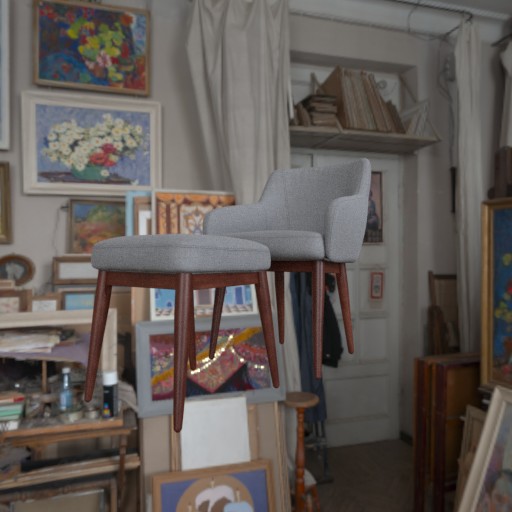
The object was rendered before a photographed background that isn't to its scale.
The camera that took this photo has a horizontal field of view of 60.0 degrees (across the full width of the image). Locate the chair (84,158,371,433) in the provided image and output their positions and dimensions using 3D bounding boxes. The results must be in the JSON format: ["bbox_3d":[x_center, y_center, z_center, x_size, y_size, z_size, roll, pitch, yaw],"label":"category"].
[{"bbox_3d":[0.000,0.000,1.550,0.584,0.799,1.107,0,0,36],"label":"chair"}]
